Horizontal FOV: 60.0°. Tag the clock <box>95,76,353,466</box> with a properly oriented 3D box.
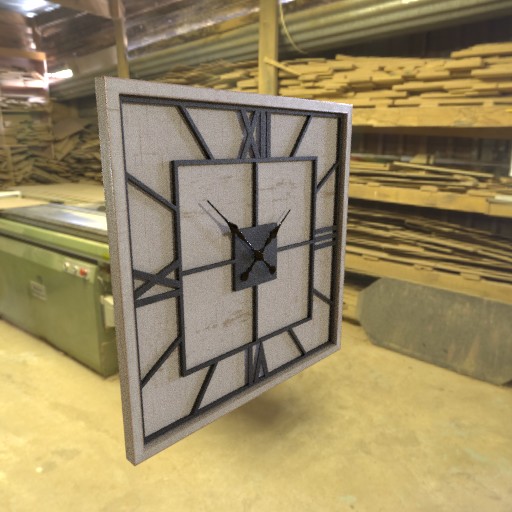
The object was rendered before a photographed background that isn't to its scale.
[{"bbox_3d":[0.000,0.000,1.025,0.032,0.705,0.705,13,19,42],"label":"clock"}]
